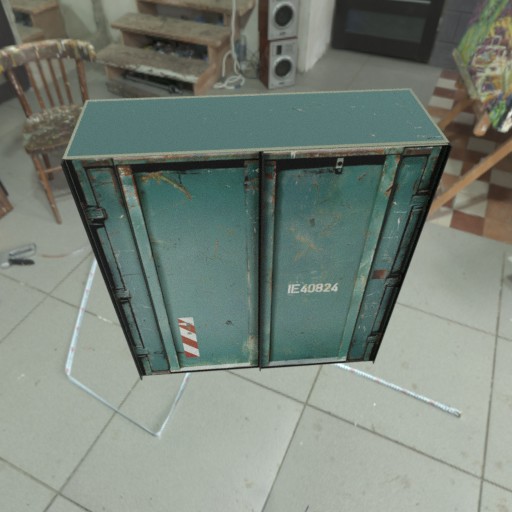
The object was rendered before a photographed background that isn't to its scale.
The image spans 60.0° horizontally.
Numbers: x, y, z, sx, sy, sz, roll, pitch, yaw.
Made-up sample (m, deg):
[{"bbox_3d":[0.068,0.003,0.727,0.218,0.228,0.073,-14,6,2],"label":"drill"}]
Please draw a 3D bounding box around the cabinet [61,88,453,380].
[{"bbox_3d":[0.000,0.000,3.260,2.000,2.160,0.680,-3,46,-3],"label":"cabinet"}]
